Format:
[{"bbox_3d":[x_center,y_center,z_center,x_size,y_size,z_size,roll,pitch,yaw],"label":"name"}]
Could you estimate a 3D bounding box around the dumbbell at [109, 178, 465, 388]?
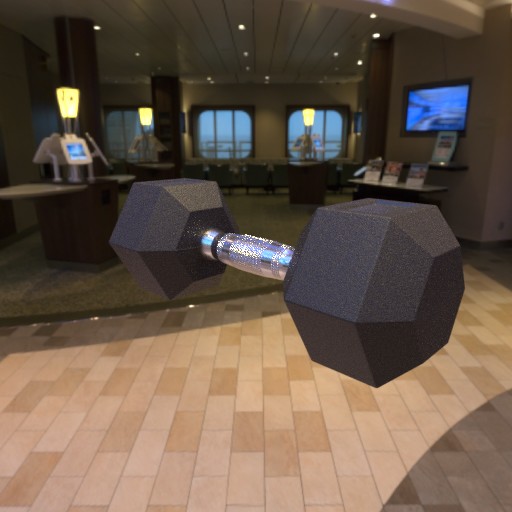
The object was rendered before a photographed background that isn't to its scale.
[{"bbox_3d":[0.000,0.000,0.424,0.356,0.123,0.141,14,21,42],"label":"dumbbell"}]
